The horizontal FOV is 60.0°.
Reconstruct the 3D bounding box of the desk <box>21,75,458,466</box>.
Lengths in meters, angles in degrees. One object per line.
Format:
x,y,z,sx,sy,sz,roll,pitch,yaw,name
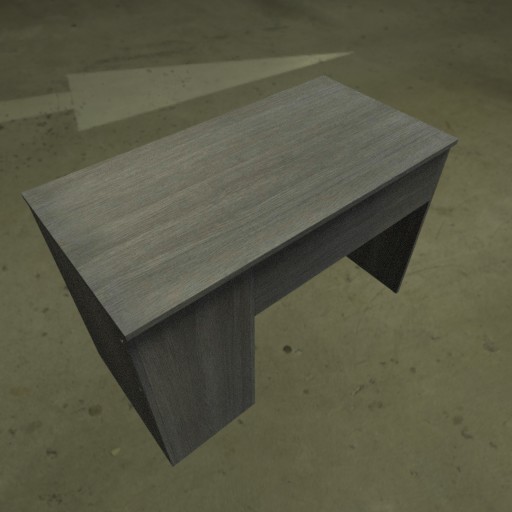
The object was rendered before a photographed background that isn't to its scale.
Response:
0.000,0.000,1.484,1.096,0.730,0.560,-30,53,-26,desk
